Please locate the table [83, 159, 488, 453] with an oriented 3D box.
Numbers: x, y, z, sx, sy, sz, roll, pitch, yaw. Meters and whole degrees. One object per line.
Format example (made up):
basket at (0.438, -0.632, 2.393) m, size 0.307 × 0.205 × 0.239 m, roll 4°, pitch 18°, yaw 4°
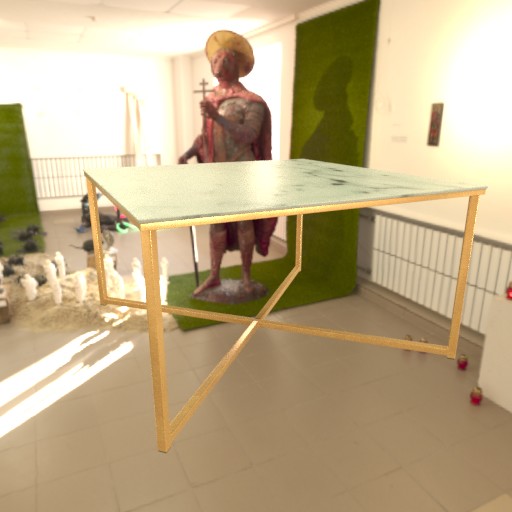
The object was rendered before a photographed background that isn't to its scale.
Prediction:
table at (0.000, 0.000, 1.261) m, size 0.800 × 0.450 × 0.800 m, roll -8°, pitch 19°, yaw -25°
